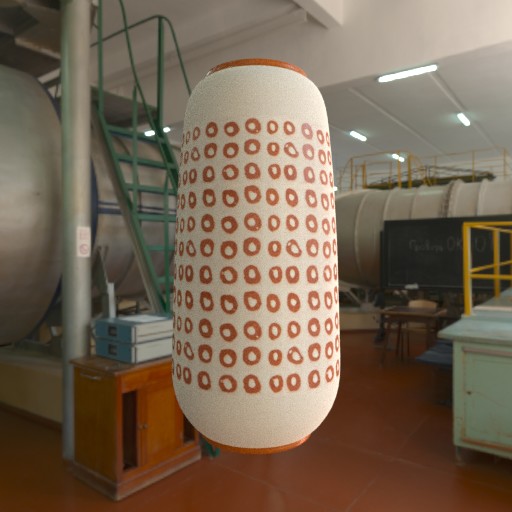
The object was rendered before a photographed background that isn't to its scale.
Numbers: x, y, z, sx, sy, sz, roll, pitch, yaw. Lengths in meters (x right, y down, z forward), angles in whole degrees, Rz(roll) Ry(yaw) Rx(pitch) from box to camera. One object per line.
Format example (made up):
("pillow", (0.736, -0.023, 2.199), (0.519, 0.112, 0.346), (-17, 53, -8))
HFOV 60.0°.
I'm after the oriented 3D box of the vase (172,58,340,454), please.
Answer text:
("vase", (0.000, 0.000, 0.356), (0.133, 0.282, 0.133), (0, 1, 0))
